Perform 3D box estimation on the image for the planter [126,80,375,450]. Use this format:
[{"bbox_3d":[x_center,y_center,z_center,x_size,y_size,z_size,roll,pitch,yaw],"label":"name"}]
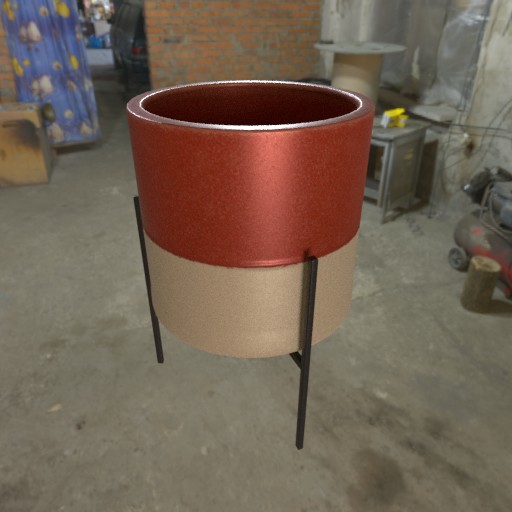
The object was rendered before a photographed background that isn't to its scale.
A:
[{"bbox_3d":[0.000,0.000,0.518,0.235,0.354,0.251,20,36,31],"label":"planter"}]
